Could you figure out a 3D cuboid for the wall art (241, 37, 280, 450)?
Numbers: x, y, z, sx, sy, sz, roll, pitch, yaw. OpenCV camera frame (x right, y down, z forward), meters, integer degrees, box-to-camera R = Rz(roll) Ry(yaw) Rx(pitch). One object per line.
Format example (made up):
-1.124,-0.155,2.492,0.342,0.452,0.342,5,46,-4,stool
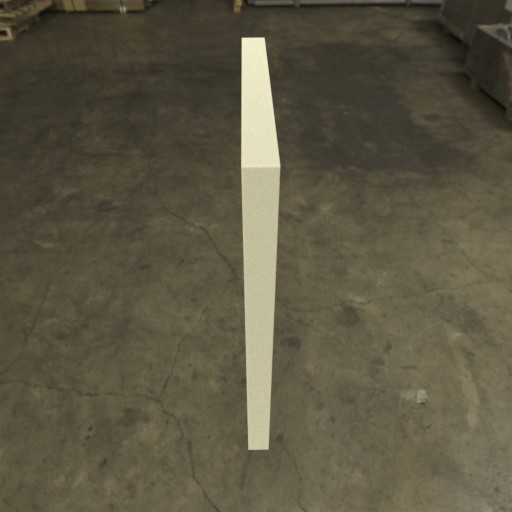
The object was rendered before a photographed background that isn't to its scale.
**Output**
0.000,0.000,0.790,0.038,0.608,0.418,-1,42,-1,wall art
